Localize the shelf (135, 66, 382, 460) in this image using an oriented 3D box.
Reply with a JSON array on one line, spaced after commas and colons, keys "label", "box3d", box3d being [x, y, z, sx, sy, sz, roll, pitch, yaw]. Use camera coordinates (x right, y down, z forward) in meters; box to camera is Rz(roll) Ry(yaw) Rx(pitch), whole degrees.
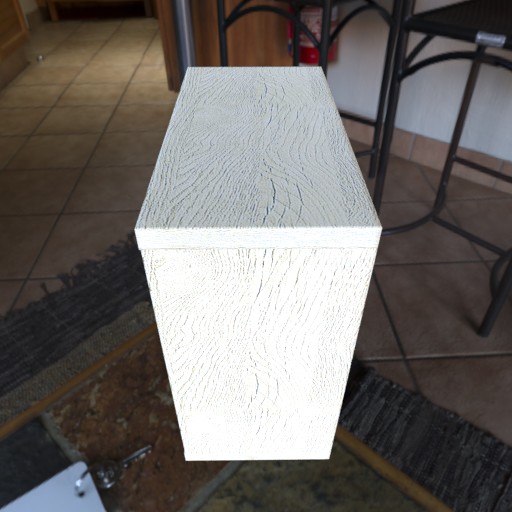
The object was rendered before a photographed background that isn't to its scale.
[{"label": "shelf", "box3d": [0.000, 0.000, 1.253, 0.390, 0.786, 0.790, 0, 40, 0]}]
